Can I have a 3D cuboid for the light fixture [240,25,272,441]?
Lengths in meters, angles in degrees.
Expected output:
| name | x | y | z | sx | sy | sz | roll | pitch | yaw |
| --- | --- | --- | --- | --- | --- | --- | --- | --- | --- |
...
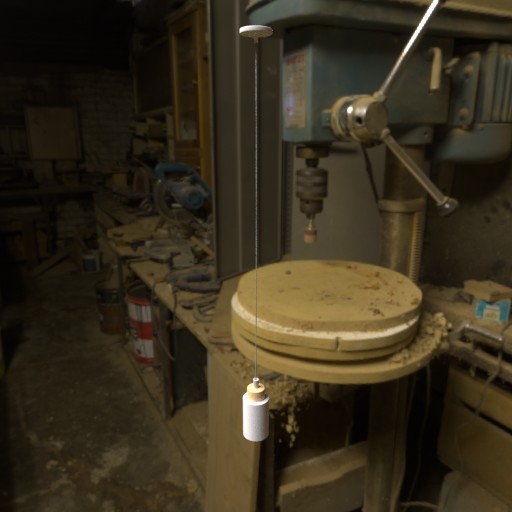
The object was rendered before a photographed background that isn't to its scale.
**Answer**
| name | x | y | z | sx | sy | sz | roll | pitch | yaw |
| --- | --- | --- | --- | --- | --- | --- | --- | --- | --- |
| light fixture | 0.000 | 0.000 | 1.933 | 0.125 | 1.798 | 0.125 | -8 | 17 | -27 |
